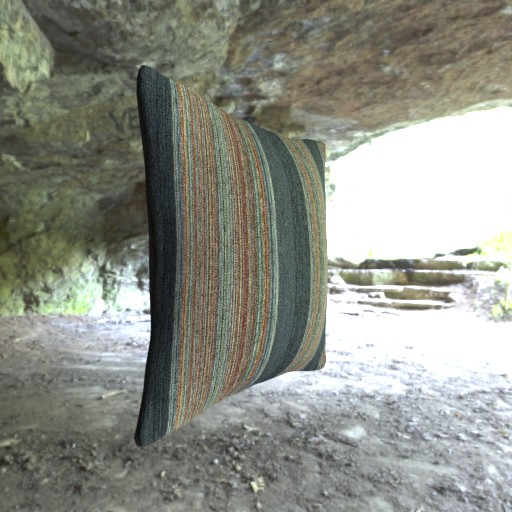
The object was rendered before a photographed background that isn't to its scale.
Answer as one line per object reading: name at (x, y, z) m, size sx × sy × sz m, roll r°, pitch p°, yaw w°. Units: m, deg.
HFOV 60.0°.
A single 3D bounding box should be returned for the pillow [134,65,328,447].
pillow at (0.000, 0.000, 0.651) m, size 0.136 × 0.419 × 0.437 m, roll 0°, pitch 0°, yaw 36°
